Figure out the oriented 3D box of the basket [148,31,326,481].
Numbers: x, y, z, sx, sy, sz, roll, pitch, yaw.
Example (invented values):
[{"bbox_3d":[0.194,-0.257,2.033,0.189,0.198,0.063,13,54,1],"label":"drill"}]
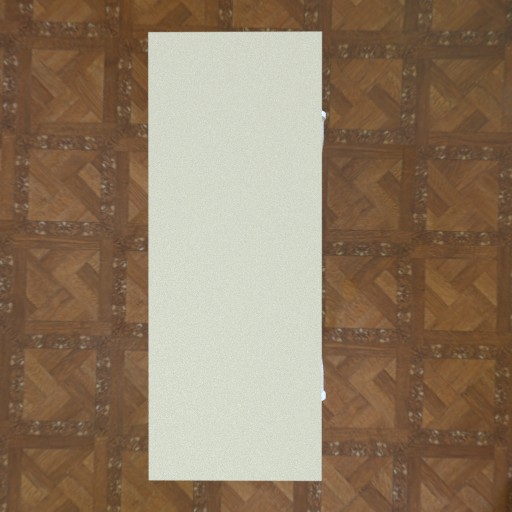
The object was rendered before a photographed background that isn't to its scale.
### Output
[{"bbox_3d":[0.000,0.000,1.095,0.376,0.625,0.792,0,90,0],"label":"basket"}]
